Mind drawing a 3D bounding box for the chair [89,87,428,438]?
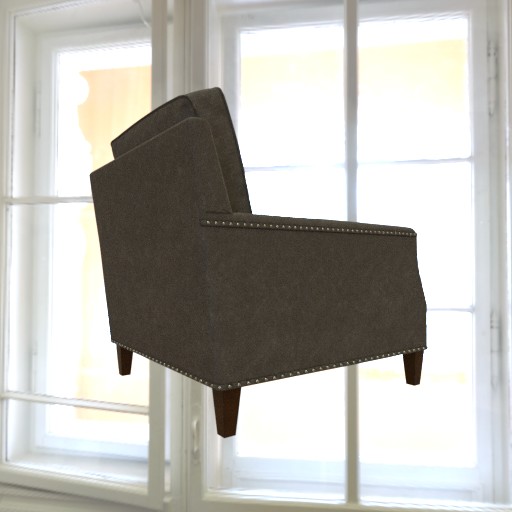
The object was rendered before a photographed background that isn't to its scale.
[{"bbox_3d":[0.000,0.000,1.693,1.014,0.948,0.853,1,-1,-36],"label":"chair"}]
